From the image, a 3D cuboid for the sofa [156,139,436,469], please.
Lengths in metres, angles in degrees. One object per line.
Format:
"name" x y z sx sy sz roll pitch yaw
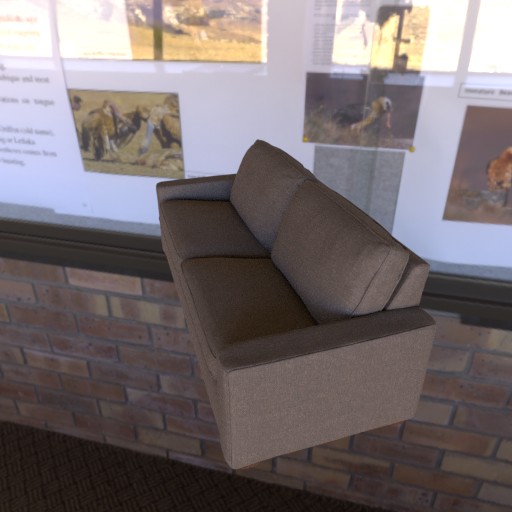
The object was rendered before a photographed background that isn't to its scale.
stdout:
"sofa" 0.000 0.000 2.592 0.940 0.919 2.080 -9 30 -16
